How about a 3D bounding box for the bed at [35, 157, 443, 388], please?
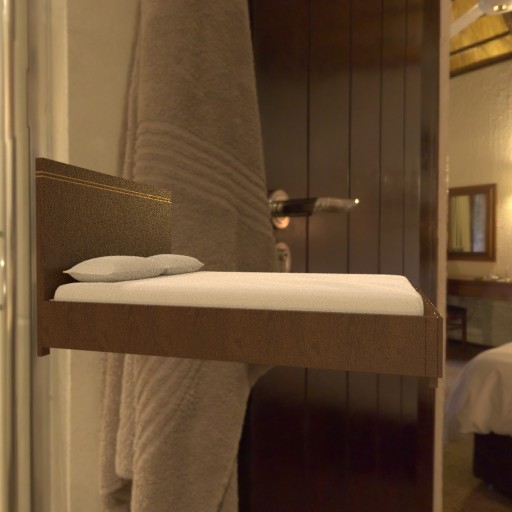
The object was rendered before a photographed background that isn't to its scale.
[{"bbox_3d":[0.000,0.000,3.067,2.221,1.169,1.613,0,1,16],"label":"bed"}]
